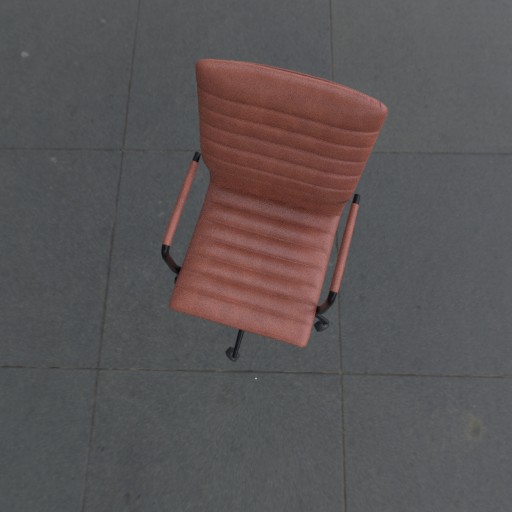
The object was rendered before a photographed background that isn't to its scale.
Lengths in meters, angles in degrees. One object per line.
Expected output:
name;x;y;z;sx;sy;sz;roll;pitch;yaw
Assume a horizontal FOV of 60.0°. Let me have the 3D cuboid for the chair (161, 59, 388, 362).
chair;0.000;0.000;1.260;0.600;0.878;0.578;16;75;4
